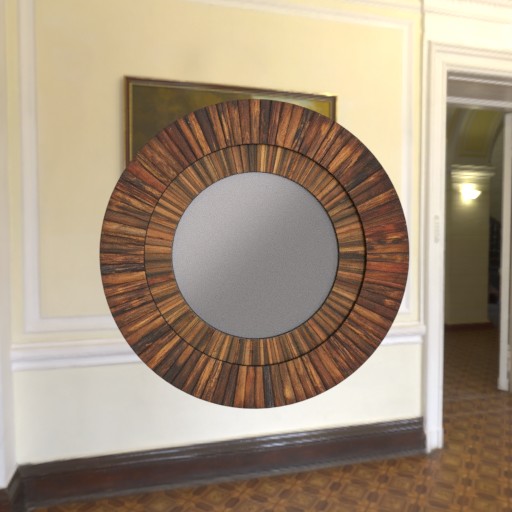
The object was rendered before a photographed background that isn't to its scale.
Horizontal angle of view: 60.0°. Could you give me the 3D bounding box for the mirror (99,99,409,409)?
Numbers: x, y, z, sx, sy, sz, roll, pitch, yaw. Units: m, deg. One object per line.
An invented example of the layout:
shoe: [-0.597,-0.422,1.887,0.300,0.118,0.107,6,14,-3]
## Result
mirror: [0.000,0.000,1.557,1.077,1.077,0.036,0,2,-2]
